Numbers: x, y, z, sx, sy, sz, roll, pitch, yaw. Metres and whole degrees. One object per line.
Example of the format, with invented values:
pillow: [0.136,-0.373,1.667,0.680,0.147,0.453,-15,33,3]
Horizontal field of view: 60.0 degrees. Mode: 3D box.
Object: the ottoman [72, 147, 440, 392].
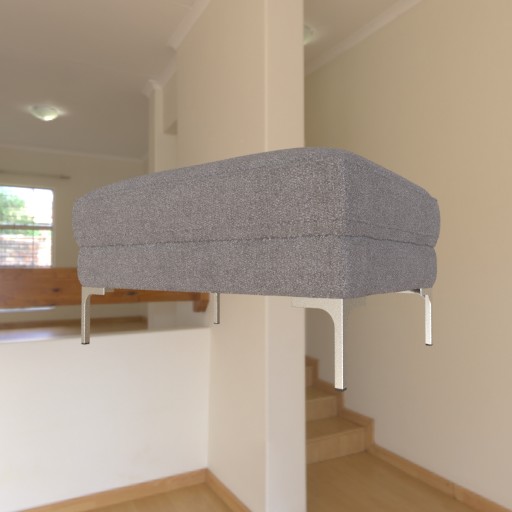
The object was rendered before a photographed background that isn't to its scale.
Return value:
ottoman: [0.000,0.000,1.165,0.785,0.464,0.583,-1,-2,36]
